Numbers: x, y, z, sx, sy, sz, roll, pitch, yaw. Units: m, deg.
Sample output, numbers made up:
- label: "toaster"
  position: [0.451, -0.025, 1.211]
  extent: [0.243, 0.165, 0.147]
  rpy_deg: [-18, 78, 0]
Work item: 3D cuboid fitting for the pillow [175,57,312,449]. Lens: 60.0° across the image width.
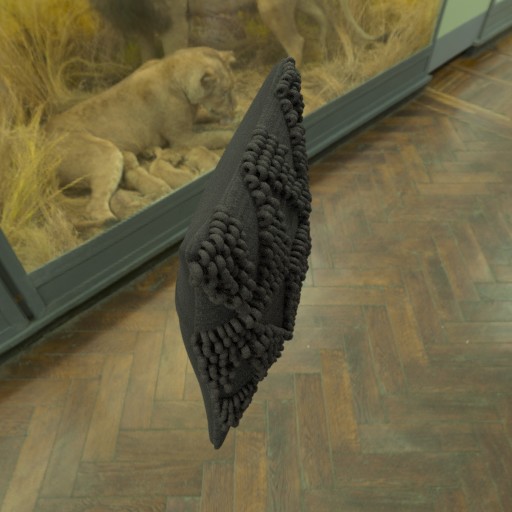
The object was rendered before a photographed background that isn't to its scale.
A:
- label: "pillow"
  position: [0.000, 0.000, 0.719]
  extent: [0.172, 0.467, 0.470]
  rpy_deg: [10, 48, 10]
